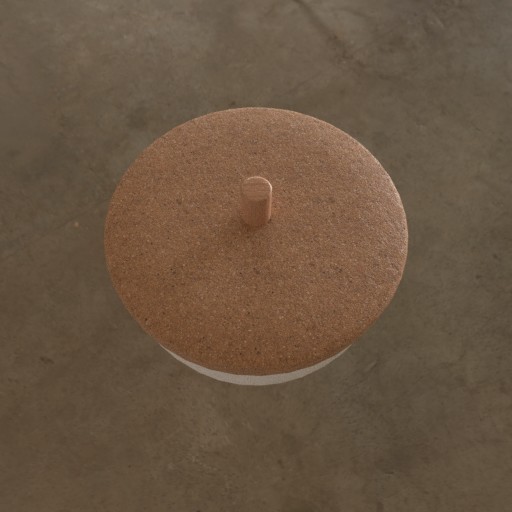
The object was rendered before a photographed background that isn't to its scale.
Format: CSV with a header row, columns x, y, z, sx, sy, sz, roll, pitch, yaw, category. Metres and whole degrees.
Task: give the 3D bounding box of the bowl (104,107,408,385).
x,y,z,sx,sy,sz,roll,pitch,yaw,category
0.000,0.000,0.216,0.126,0.110,0.126,0,63,0,bowl
